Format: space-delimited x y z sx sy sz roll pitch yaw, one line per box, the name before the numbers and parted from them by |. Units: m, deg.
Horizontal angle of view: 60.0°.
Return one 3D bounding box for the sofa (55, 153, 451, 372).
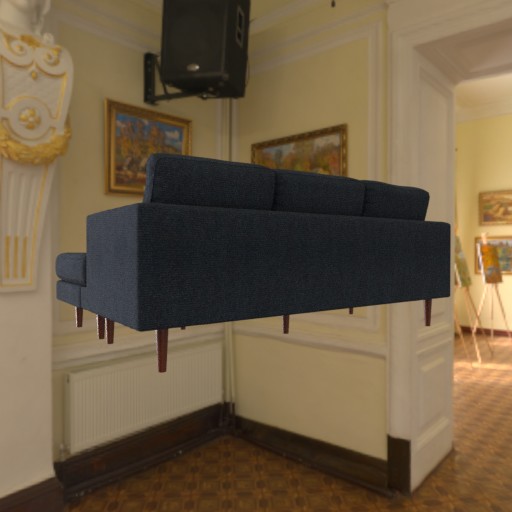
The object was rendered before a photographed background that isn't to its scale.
sofa | 0.000 0.000 2.991 2.233 0.956 1.504 -1 1 -36
